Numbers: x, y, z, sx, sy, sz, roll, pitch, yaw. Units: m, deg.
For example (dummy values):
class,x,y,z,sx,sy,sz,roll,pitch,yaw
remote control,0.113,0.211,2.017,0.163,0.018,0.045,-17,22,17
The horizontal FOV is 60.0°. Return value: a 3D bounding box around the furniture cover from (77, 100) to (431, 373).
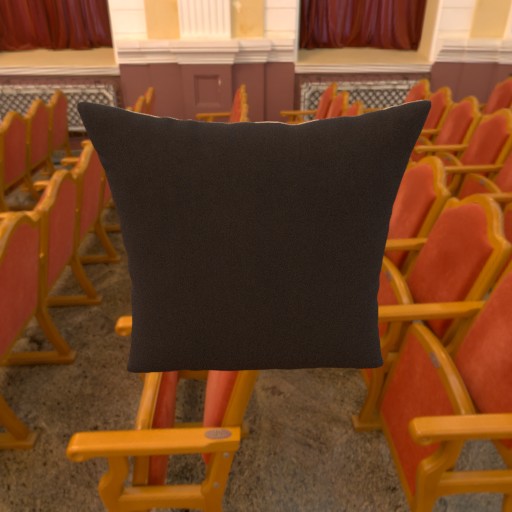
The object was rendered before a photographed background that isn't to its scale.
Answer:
class,x,y,z,sx,sy,sz,roll,pitch,yaw
furniture cover,0.000,0.000,0.759,0.511,0.509,0.161,-1,29,-1
